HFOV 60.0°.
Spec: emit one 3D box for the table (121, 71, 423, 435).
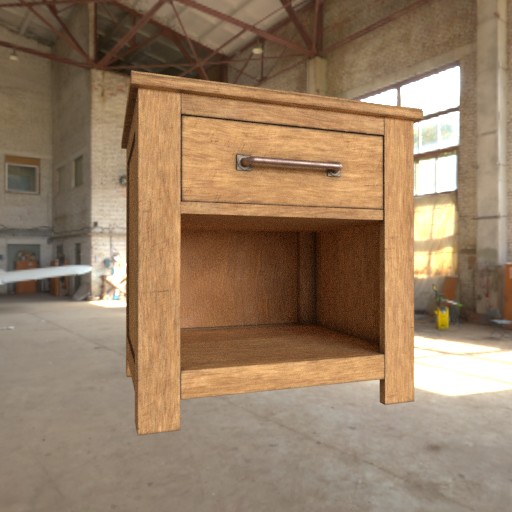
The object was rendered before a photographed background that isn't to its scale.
[{"bbox_3d":[0.000,0.000,1.058,0.601,0.625,0.494,0,0,-19],"label":"table"}]
